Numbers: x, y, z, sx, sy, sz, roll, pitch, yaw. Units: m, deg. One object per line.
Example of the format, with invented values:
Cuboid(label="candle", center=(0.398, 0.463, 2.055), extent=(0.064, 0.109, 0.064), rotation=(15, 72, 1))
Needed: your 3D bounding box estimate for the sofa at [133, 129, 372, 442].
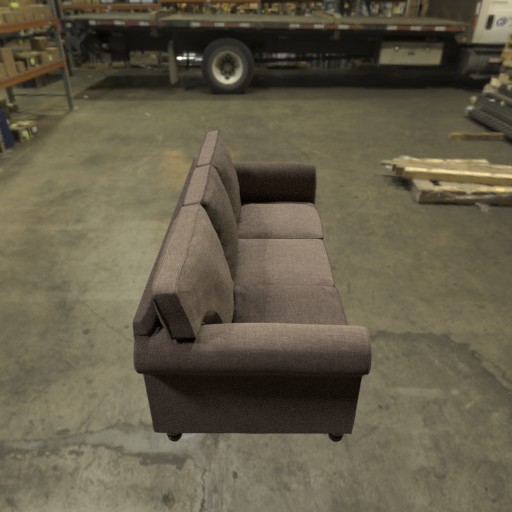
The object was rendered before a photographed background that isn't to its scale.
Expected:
Cuboid(label="sofa", center=(0.000, 0.000, 2.609), extent=(0.916, 0.961, 2.084), rotation=(0, 31, 0))
